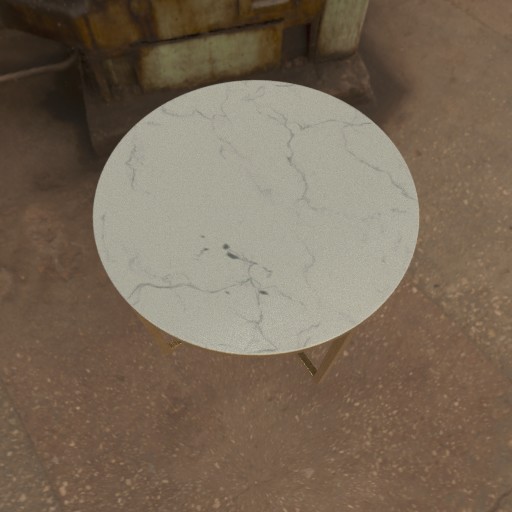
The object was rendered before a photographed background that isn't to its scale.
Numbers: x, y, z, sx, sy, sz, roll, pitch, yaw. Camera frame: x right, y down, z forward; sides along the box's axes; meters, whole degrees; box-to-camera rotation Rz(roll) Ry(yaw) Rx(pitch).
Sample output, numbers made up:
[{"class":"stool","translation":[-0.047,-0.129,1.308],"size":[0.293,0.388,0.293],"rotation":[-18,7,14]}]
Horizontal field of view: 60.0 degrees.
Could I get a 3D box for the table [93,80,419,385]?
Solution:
[{"class":"table","translation":[0.000,0.000,0.874],"size":[0.500,0.420,0.500],"rotation":[0,63,0]}]
